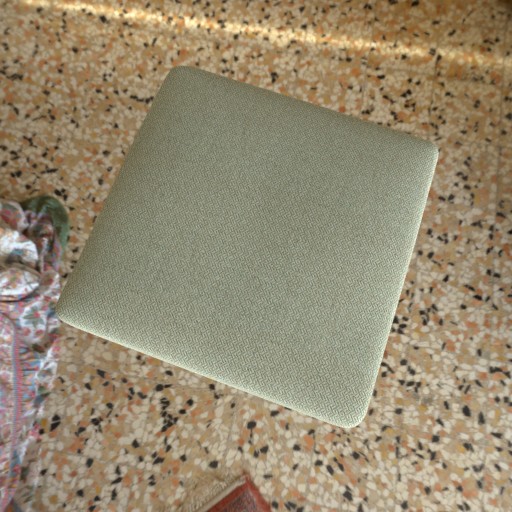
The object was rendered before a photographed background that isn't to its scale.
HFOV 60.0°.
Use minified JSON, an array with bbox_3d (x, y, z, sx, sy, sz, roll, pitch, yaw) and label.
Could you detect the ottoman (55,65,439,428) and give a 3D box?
[{"bbox_3d":[0.000,0.000,0.918,0.521,0.453,0.512,19,76,5],"label":"ottoman"}]
